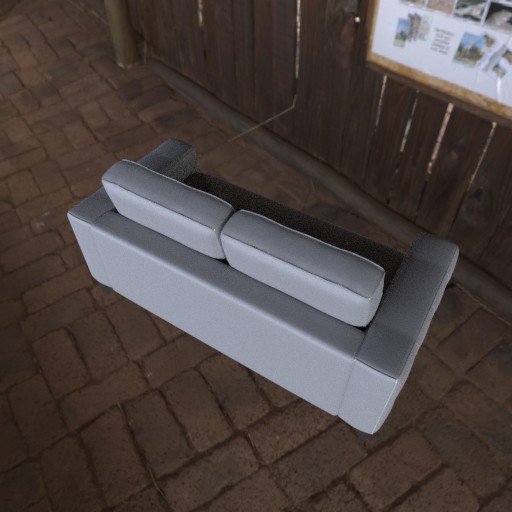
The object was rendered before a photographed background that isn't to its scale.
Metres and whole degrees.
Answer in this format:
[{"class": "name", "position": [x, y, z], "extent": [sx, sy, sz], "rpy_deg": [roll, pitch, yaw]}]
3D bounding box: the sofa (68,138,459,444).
[{"class": "sofa", "position": [0.000, 0.000, 2.223], "extent": [1.726, 0.892, 0.833], "rpy_deg": [25, 51, 21]}]
